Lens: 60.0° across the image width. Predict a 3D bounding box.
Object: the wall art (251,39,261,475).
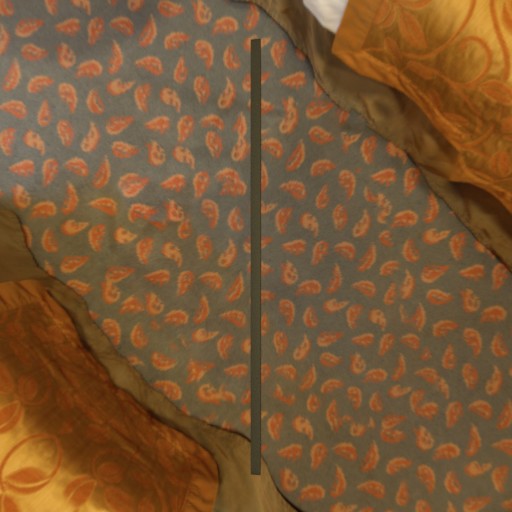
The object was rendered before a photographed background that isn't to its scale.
[{"bbox_3d":[0.000,0.000,1.000,0.016,0.659,0.663,0,91,0],"label":"wall art"}]
